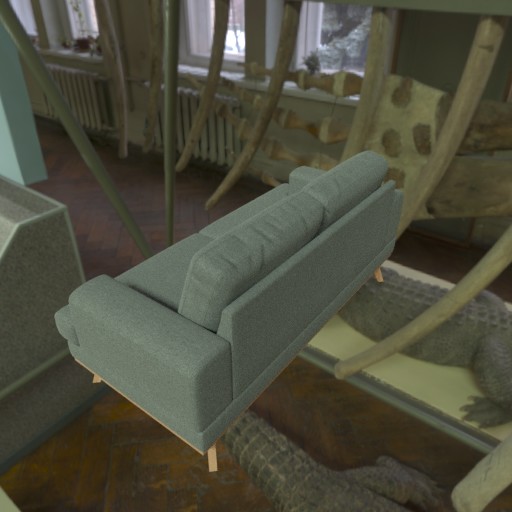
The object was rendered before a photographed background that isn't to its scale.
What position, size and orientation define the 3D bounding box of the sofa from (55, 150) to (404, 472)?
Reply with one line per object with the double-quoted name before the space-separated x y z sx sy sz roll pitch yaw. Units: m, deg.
"sofa" 0.000 0.000 2.090 0.785 0.810 1.650 22 38 31
